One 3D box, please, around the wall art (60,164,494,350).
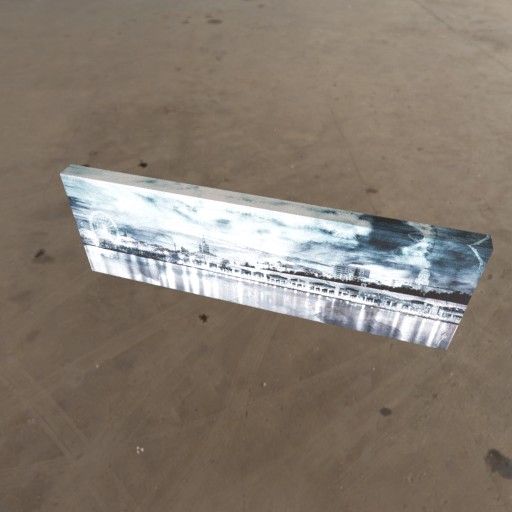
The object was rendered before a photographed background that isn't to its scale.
[{"bbox_3d":[0.000,0.000,0.846,0.759,0.251,0.037,11,43,12],"label":"wall art"}]
